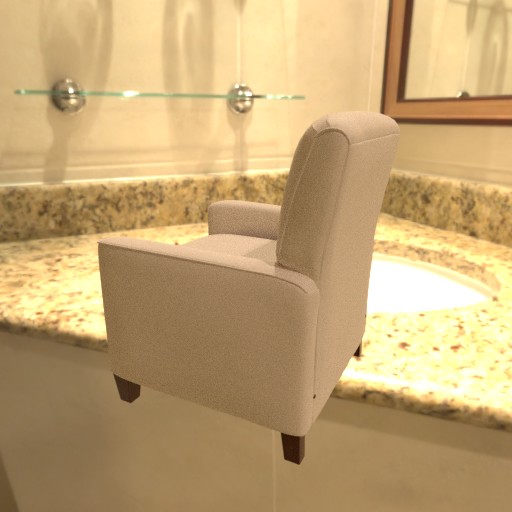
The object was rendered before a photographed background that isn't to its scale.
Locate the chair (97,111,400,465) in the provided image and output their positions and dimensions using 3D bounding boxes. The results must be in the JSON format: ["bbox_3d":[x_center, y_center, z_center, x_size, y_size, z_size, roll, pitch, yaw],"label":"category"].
[{"bbox_3d":[0.000,0.000,1.656,0.858,1.028,0.841,9,20,25],"label":"chair"}]
